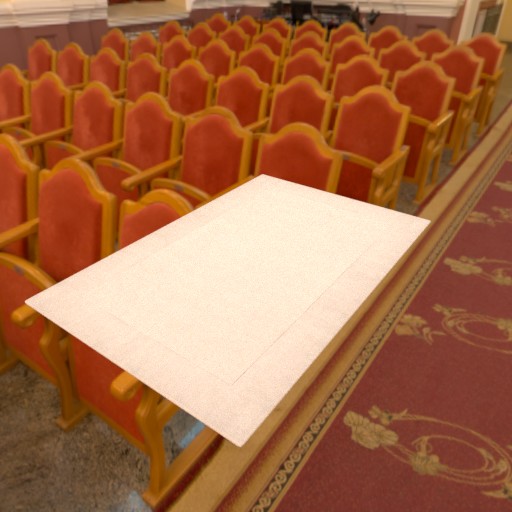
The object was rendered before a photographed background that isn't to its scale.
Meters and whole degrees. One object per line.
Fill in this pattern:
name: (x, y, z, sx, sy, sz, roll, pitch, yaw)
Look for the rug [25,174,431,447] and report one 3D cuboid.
rug: (0.000, 0.000, 2.289, 1.219, 0.013, 1.829, 21, 38, 30)
